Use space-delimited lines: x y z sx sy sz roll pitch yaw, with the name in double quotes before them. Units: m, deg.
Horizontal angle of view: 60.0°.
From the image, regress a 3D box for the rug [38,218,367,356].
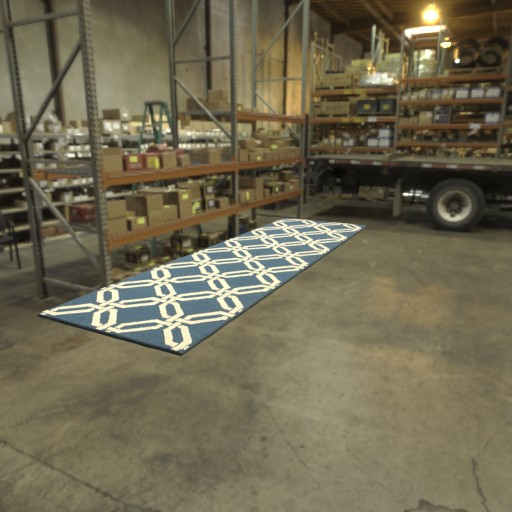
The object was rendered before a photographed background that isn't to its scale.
"rug" 0.000 0.000 2.495 0.678 0.014 2.276 8 17 27
